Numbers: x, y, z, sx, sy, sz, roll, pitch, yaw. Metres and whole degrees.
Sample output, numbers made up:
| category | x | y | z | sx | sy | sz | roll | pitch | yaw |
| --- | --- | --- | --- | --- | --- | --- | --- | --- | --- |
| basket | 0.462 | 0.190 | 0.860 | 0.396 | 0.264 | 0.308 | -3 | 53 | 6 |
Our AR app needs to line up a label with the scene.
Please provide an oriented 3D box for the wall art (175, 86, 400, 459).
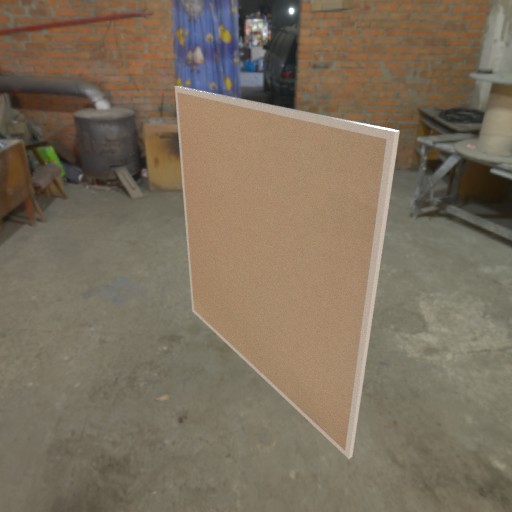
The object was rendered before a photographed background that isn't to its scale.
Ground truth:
| category | x | y | z | sx | sy | sz | roll | pitch | yaw |
| --- | --- | --- | --- | --- | --- | --- | --- | --- | --- |
| wall art | 0.000 | 0.000 | 1.223 | 0.012 | 0.809 | 0.809 | -18 | 32 | -32 |
